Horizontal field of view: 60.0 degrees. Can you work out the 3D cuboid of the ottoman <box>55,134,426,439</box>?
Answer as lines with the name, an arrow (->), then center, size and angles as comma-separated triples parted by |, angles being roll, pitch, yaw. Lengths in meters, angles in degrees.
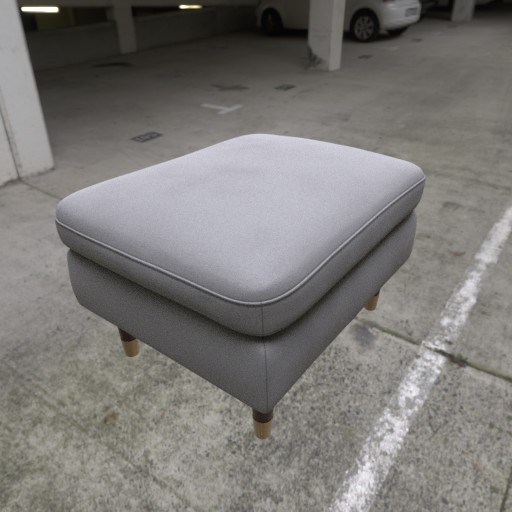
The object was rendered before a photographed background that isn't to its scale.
ottoman -> 0.000, 0.000, 1.113 | 0.593, 0.478, 0.747 | 20, 35, 31
